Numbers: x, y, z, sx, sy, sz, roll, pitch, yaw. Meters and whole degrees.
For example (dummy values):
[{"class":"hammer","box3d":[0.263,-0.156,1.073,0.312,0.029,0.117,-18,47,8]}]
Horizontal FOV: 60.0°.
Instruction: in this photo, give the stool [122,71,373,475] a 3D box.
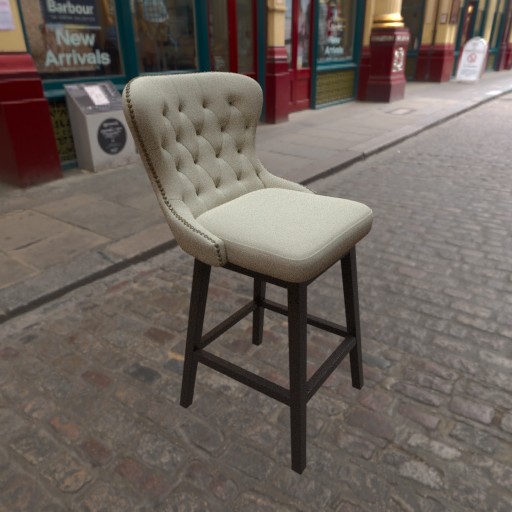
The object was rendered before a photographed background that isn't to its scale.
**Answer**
[{"class":"stool","box3d":[0.000,0.000,1.291,0.593,0.971,0.528,17,30,31]}]
